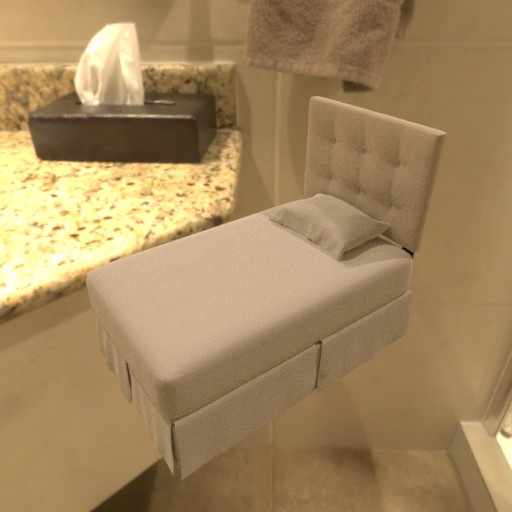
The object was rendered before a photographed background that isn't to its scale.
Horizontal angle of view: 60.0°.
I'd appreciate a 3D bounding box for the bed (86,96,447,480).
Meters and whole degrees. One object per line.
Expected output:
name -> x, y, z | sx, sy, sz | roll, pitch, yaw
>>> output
bed -> 0.000, 0.000, 2.912 | 1.997, 1.571, 1.261 | -21, 38, -30
